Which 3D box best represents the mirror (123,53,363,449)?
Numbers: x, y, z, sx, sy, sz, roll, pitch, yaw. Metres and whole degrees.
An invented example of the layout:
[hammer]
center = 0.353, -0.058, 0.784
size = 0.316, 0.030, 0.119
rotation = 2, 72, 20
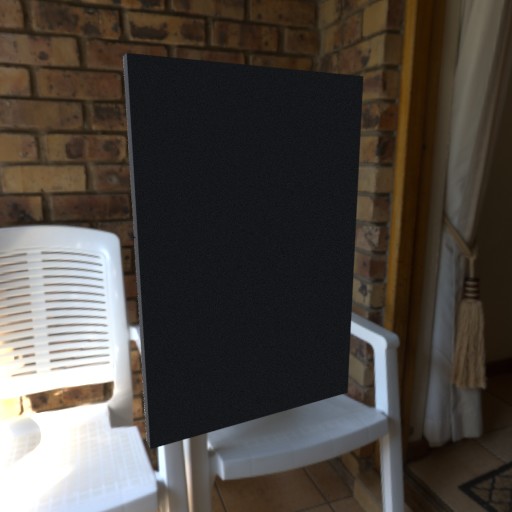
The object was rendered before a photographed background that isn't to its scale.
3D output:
[mirror]
center = 0.000, 0.000, 1.147
size = 0.606, 0.912, 0.044
rotation = -6, 14, -26
